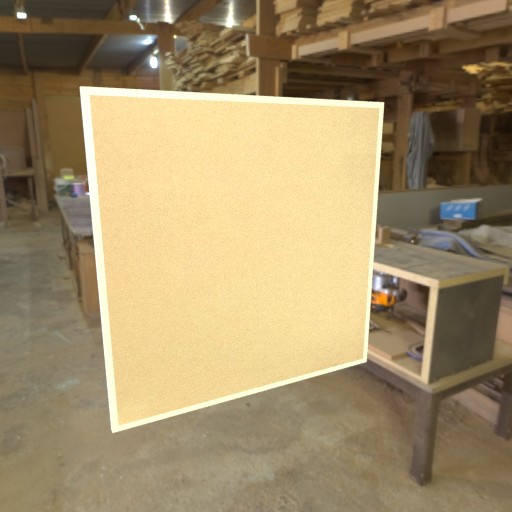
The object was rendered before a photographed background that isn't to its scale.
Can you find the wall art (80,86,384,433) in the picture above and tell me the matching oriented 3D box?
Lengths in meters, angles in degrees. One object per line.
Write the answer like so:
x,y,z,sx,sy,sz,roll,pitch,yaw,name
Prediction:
0.000,0.000,0.817,0.557,0.557,0.012,-7,16,-26,wall art
